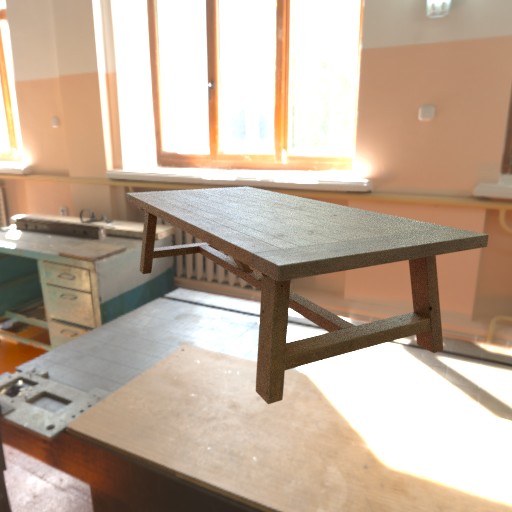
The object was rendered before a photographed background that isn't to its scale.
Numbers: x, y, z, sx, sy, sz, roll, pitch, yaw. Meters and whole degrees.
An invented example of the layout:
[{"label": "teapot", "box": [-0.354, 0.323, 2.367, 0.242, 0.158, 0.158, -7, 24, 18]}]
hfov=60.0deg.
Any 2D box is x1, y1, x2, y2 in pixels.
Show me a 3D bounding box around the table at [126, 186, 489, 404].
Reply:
[{"label": "table", "box": [0.000, 0.000, 2.133, 0.820, 0.465, 1.800, -8, 16, -27]}]
